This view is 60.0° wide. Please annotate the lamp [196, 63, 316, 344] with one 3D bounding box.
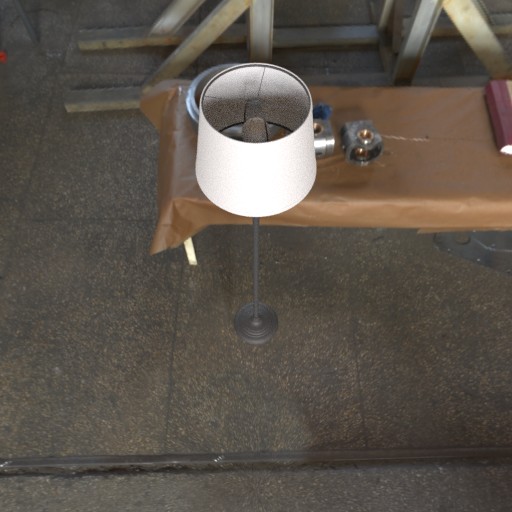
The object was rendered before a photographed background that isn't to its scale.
[{"bbox_3d":[0.000,0.000,1.667,0.327,1.506,0.327,-31,67,-15],"label":"lamp"}]
